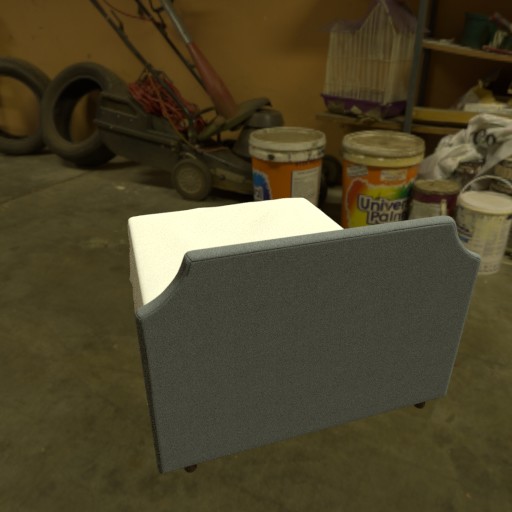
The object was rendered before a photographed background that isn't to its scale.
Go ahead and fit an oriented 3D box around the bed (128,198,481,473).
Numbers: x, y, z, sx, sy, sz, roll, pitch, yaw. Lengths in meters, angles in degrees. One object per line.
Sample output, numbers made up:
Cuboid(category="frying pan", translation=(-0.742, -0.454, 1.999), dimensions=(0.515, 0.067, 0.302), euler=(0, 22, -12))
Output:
Cuboid(category="bed", translation=(0.000, 0.000, 3.228), dimensions=(1.811, 1.296, 2.259), euler=(-8, 28, -16))
